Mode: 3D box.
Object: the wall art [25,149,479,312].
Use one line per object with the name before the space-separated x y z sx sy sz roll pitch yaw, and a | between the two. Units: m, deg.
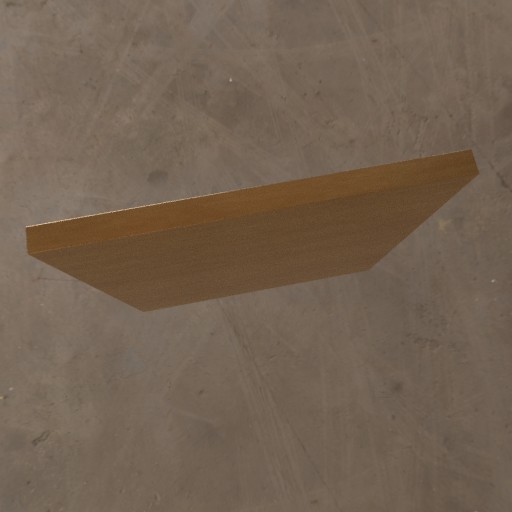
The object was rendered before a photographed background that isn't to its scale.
wall art | 0.000 0.000 0.440 0.302 0.302 0.019 -10 76 -3
